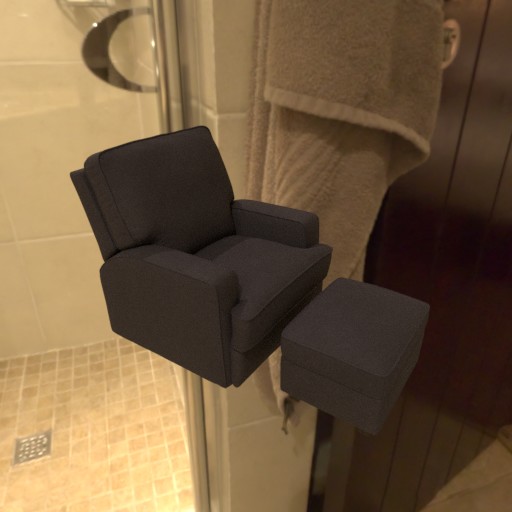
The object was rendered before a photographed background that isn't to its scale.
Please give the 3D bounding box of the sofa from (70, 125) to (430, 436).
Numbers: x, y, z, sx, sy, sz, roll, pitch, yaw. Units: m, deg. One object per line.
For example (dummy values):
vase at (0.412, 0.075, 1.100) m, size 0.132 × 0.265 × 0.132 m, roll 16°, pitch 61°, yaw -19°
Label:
sofa at (0.000, 0.000, 2.004) m, size 1.472 × 0.959 × 0.861 m, roll 17°, pitch 32°, yaw 30°
